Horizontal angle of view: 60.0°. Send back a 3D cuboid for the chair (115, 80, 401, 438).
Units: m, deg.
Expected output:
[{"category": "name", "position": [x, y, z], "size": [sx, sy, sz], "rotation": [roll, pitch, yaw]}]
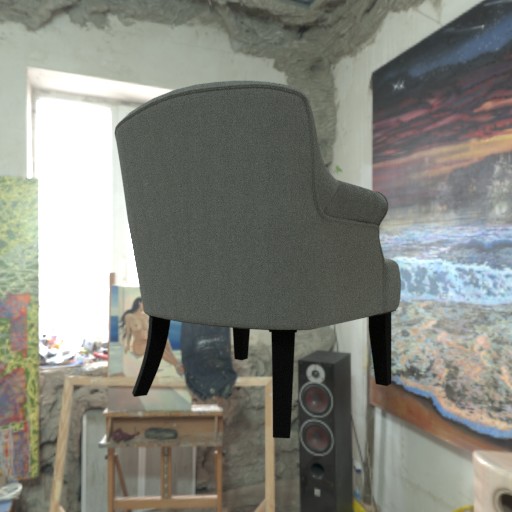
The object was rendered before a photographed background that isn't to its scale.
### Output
[{"category": "chair", "position": [0.000, 0.000, 1.457], "size": [0.772, 0.880, 0.755], "rotation": [0, 0, 37]}]
